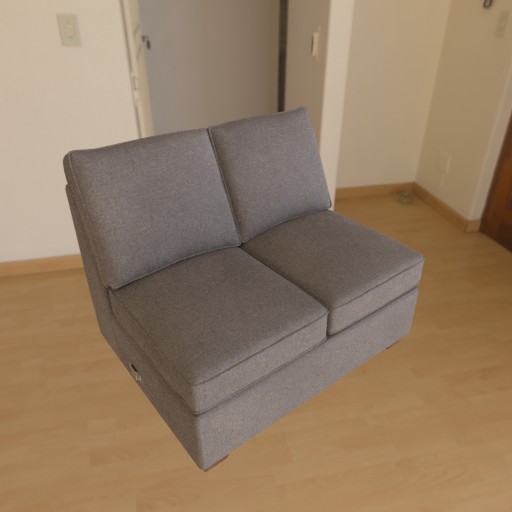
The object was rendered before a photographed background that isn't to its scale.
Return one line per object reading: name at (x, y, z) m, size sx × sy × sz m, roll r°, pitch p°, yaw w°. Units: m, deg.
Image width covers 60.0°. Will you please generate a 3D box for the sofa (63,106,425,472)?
sofa at (0.000, 0.000, 1.951) m, size 1.237 × 1.008 × 0.951 m, roll -22°, pitch 37°, yaw -32°
